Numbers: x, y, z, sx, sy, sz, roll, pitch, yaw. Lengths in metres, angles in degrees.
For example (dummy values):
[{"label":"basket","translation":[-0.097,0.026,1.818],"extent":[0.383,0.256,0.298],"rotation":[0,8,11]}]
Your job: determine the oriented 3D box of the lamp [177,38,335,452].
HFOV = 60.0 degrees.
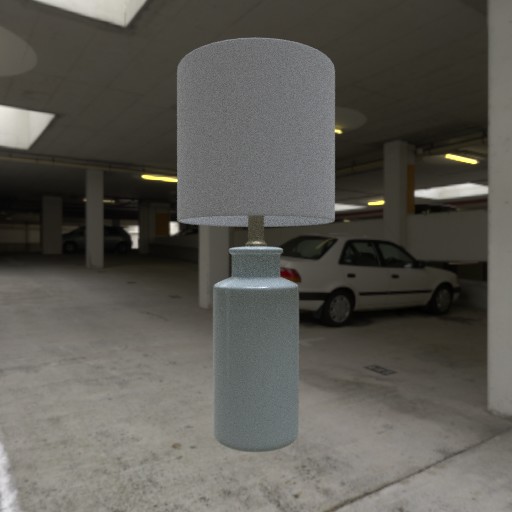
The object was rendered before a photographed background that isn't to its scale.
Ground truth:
[{"label":"lamp","translation":[0.000,0.000,0.606],"extent":[0.212,0.493,0.212],"rotation":[0,0,-35]}]
